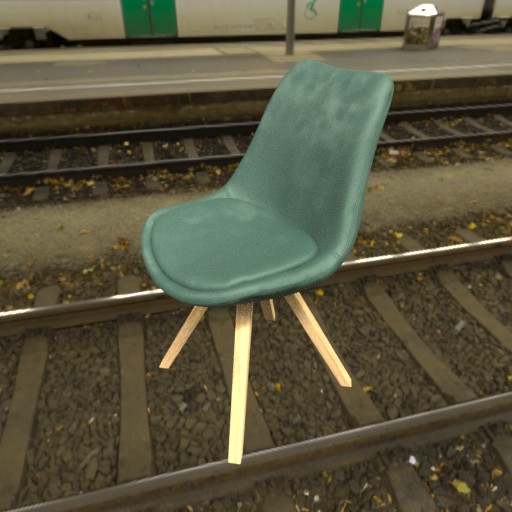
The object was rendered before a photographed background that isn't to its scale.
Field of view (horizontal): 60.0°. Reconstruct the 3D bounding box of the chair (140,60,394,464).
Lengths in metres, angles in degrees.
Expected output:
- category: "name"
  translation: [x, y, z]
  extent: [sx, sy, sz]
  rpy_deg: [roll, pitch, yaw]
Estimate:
- category: "chair"
  translation: [0.000, 0.000, 1.141]
  extent: [0.547, 0.865, 0.483]
  rpy_deg: [-21, 37, -30]
